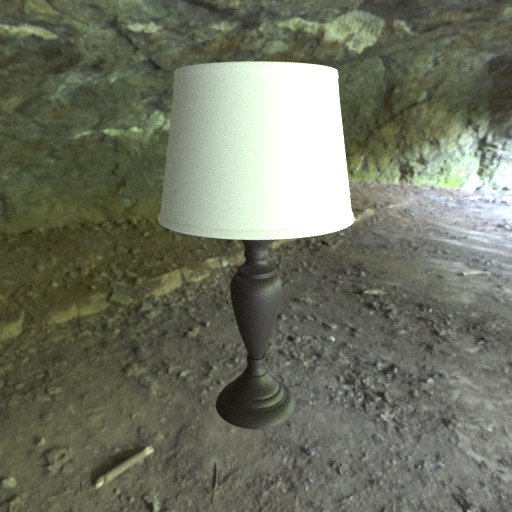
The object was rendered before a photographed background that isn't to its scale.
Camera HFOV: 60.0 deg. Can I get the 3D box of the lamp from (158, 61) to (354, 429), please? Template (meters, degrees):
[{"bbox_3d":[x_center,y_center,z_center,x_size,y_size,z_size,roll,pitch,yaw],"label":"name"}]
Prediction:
[{"bbox_3d":[0.000,0.000,0.794,0.335,0.611,0.335,0,16,0],"label":"lamp"}]
